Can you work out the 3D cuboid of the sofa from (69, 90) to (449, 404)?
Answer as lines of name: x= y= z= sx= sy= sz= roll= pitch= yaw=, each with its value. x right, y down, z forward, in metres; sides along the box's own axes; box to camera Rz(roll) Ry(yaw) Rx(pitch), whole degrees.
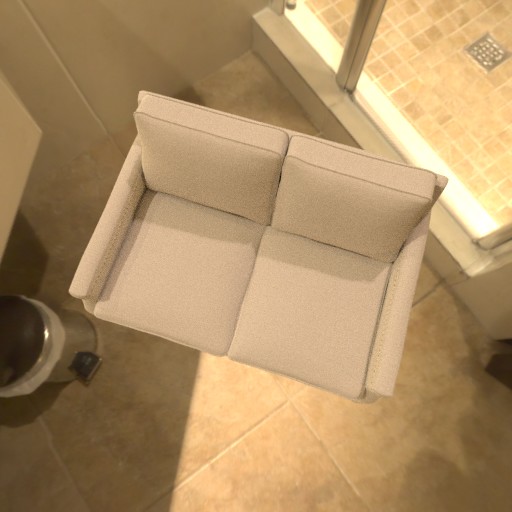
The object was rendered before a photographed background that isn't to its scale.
sofa: x=0.000 y=0.000 z=2.275 sx=1.597 sy=1.003 sz=1.084 roll=17 pitch=76 yaw=4
